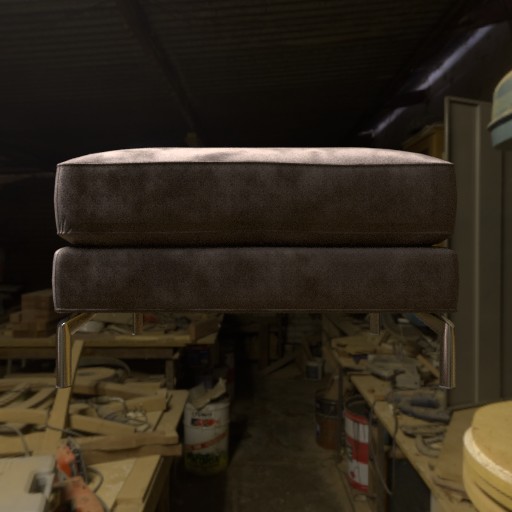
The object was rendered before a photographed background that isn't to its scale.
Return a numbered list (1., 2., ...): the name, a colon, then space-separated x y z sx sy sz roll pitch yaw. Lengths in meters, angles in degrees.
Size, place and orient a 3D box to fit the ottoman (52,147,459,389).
1. ottoman: 0.000 0.000 1.024 0.719 0.456 0.520 0 1 0
